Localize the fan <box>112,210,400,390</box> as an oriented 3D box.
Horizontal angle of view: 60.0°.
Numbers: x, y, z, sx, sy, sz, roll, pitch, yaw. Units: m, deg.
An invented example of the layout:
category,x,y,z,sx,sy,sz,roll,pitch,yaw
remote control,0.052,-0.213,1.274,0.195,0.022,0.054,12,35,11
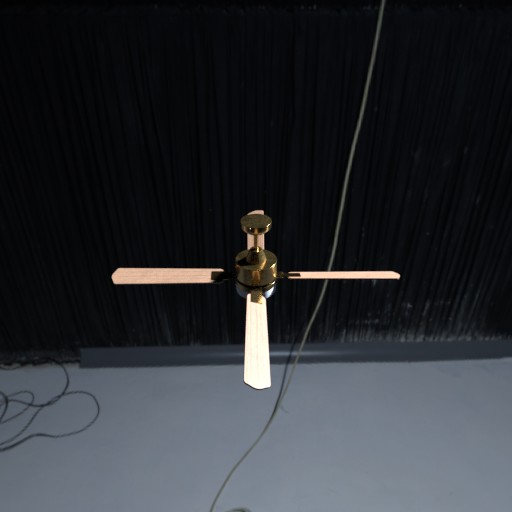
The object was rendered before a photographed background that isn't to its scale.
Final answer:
category,x,y,z,sx,sy,sz,roll,pitch,yaw
fan,0.000,0.000,1.979,1.320,0.355,1.320,0,32,0
